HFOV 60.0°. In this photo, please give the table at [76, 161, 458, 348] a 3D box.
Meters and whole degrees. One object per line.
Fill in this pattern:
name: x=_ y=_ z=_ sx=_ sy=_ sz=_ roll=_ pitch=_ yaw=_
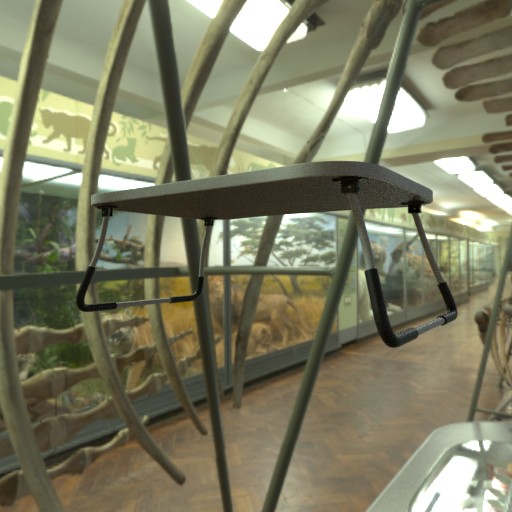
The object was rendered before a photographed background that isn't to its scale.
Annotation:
table: x=0.000 y=0.000 z=0.858 sx=0.660 sy=0.232 sz=0.400 roll=0 pitch=-1 yaw=36
